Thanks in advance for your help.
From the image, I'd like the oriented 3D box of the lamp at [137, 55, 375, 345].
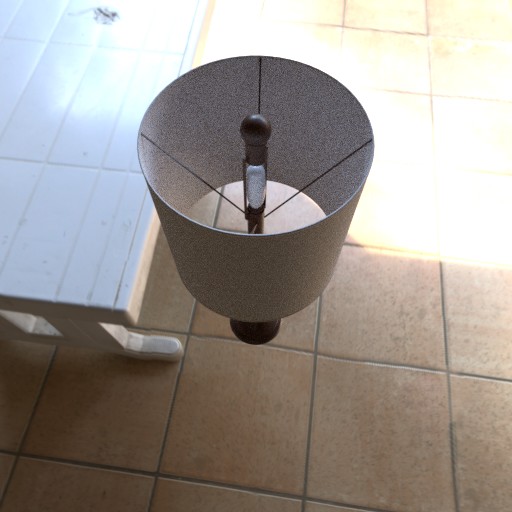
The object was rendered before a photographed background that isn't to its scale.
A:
[{"bbox_3d":[0.000,0.000,0.713,0.250,0.597,0.250,2,62,1],"label":"lamp"}]
